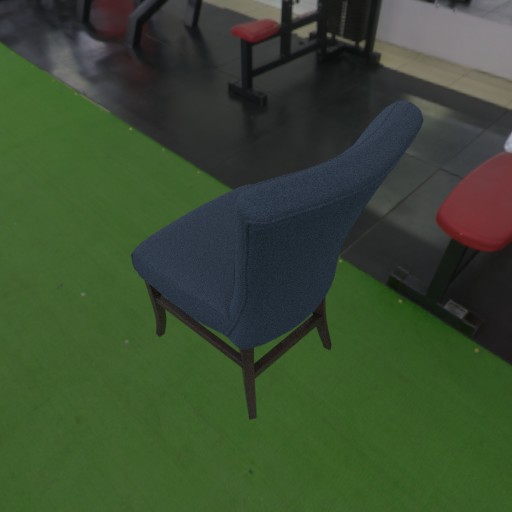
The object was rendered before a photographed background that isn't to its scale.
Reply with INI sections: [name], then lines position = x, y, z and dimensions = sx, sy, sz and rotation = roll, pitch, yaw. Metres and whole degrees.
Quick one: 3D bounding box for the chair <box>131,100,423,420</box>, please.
[chair]
position = 0.000, 0.000, 1.326
dimensions = 0.520, 0.991, 0.660
rotation = -34, 55, -28
